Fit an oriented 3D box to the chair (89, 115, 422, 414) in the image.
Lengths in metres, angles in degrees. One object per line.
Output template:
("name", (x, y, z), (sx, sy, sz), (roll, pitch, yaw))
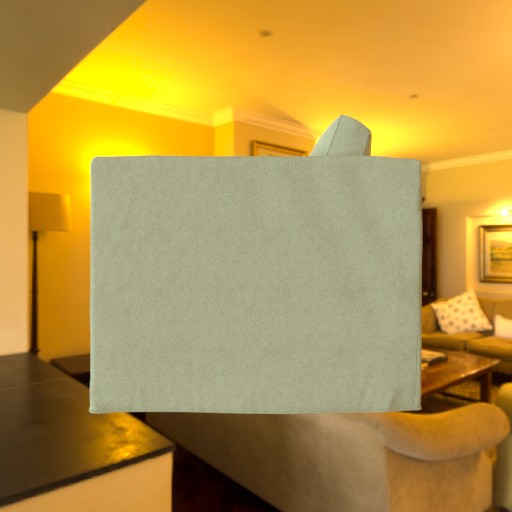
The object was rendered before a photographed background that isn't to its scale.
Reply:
("chair", (0.000, 0.000, 1.725), (0.949, 0.863, 1.057), (0, 0, 0))
